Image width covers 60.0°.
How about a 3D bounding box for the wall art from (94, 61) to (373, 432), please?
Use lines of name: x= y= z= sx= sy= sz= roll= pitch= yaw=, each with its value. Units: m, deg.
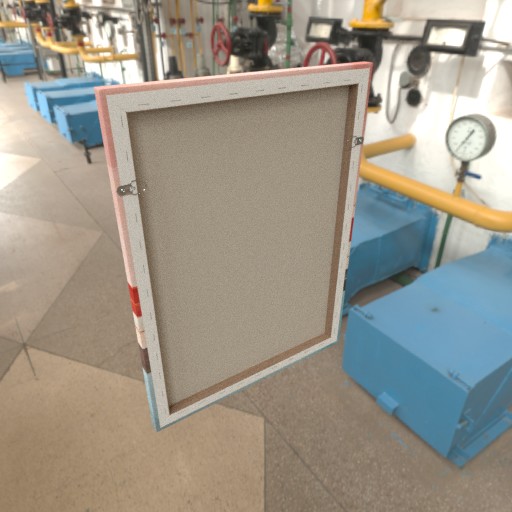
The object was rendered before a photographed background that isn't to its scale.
wall art: x=0.000 y=0.000 z=1.319 sx=0.761 sy=1.016 sz=0.039 roll=-18 pitch=35 yaw=-28
